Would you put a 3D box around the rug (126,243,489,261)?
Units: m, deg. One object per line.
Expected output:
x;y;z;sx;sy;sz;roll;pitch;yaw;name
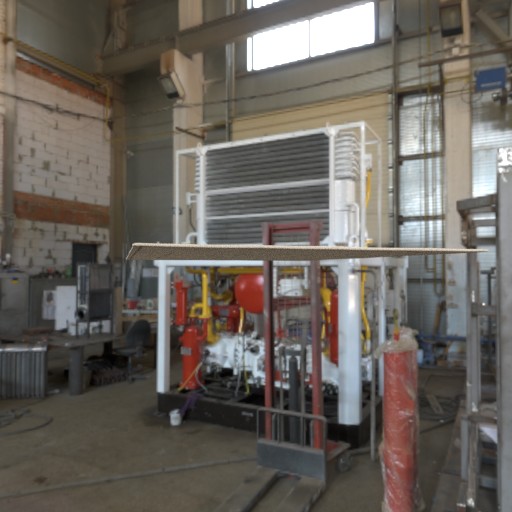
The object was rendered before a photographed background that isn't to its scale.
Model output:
0.000;0.000;4.385;2.436;0.026;3.381;1;-2;-17;rug
